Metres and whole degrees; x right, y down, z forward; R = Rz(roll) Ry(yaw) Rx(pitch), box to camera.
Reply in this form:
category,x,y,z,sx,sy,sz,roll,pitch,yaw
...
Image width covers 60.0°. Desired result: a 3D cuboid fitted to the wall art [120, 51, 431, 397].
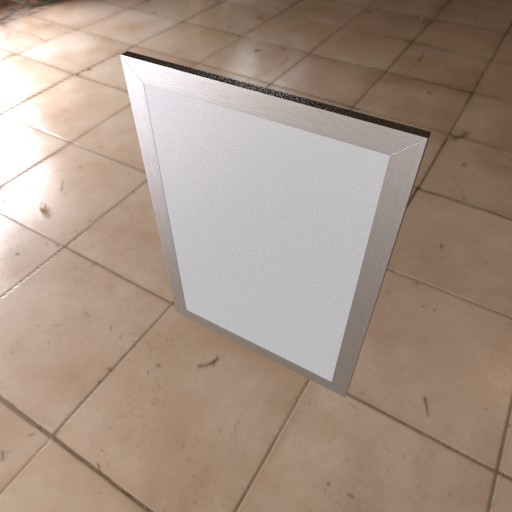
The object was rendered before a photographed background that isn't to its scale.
category,x,y,z,sx,sy,sz,roll,pitch,yaw
wall art,0.000,0.000,0.672,0.376,0.529,0.013,23,51,20
